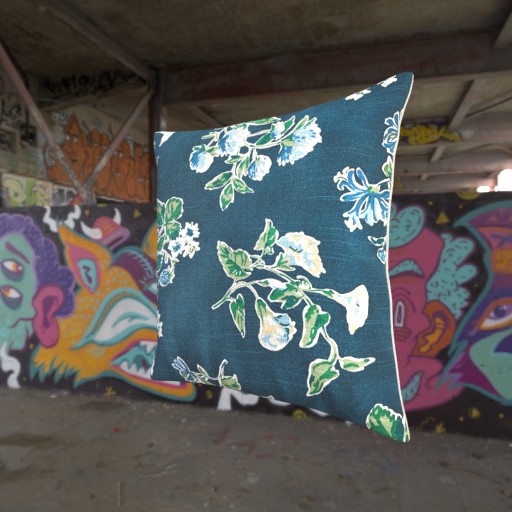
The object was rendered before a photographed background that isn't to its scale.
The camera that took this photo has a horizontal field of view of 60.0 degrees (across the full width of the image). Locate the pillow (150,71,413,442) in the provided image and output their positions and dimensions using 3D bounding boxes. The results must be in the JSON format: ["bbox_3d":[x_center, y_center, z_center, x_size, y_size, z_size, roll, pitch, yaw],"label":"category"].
[{"bbox_3d":[0.000,0.000,0.759,0.525,0.508,0.166,0,0,36],"label":"pillow"}]
